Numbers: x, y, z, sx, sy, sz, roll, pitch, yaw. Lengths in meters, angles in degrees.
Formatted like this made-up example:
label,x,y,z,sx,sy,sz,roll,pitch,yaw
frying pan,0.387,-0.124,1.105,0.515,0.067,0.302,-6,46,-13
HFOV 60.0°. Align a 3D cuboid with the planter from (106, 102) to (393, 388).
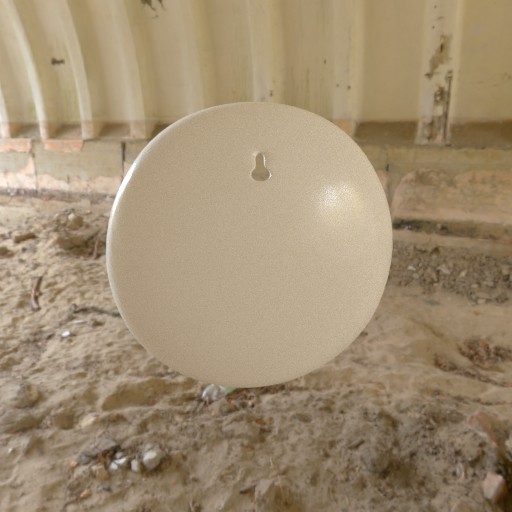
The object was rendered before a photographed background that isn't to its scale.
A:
label,x,y,z,sx,sy,sz,roll,pitch,yaw
planter,0.000,0.000,0.285,0.185,0.188,0.043,-2,15,-9
